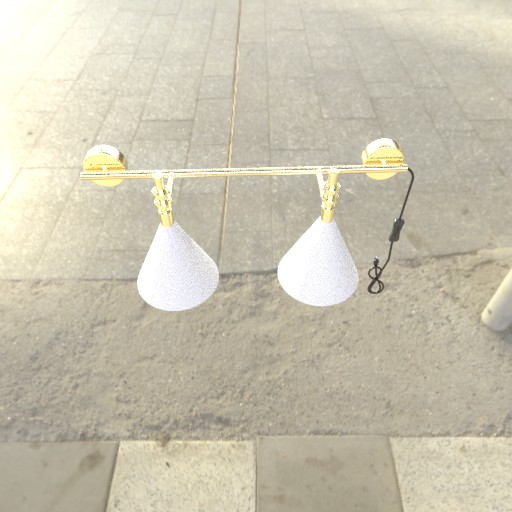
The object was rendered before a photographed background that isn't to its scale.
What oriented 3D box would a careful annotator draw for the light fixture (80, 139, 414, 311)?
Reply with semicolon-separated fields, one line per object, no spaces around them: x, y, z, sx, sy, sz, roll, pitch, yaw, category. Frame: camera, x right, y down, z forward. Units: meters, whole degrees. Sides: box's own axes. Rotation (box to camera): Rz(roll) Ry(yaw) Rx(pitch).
0.000;0.000;0.887;0.642;0.468;0.239;-2;47;-2;light fixture
